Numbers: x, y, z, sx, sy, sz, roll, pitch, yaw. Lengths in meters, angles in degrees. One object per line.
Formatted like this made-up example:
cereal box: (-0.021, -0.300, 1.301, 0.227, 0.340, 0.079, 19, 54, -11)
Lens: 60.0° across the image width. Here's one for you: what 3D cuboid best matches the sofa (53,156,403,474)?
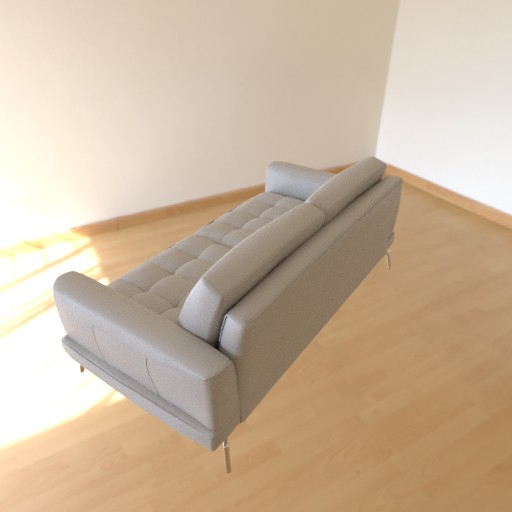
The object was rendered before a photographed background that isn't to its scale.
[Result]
sofa: (0.000, 0.000, 2.732, 1.121, 0.930, 2.177, 21, 38, 29)
